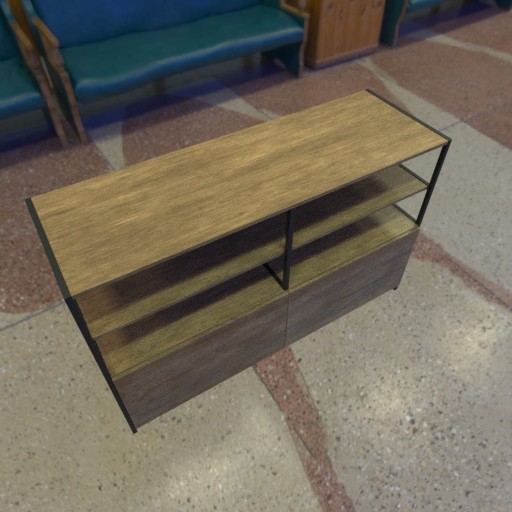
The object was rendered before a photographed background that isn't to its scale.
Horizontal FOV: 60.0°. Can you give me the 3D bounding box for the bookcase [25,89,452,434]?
[{"bbox_3d":[0.000,0.000,1.482,1.149,0.712,0.391,-24,51,-21],"label":"bookcase"}]
